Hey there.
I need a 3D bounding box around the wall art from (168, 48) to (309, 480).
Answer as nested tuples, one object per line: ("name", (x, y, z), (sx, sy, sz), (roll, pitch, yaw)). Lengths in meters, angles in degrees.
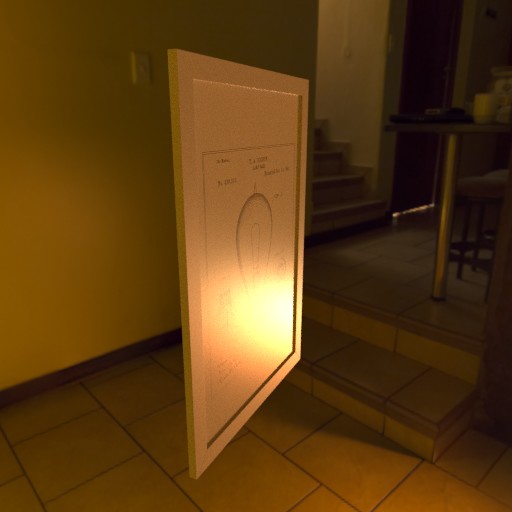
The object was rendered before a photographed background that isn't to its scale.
("wall art", (0.000, 0.000, 0.605), (0.010, 0.474, 0.325), (8, 18, 27))
